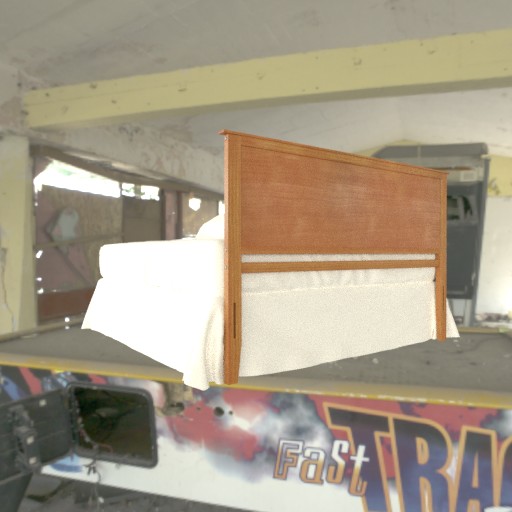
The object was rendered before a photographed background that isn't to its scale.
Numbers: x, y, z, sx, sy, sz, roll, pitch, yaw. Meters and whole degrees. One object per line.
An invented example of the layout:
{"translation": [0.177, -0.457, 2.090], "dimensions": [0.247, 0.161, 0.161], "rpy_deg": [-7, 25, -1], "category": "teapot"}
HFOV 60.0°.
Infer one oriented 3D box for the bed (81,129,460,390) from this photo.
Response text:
{"translation": [0.000, 0.000, 3.623], "dimensions": [2.317, 1.270, 2.215], "rpy_deg": [0, 1, -36], "category": "bed"}
